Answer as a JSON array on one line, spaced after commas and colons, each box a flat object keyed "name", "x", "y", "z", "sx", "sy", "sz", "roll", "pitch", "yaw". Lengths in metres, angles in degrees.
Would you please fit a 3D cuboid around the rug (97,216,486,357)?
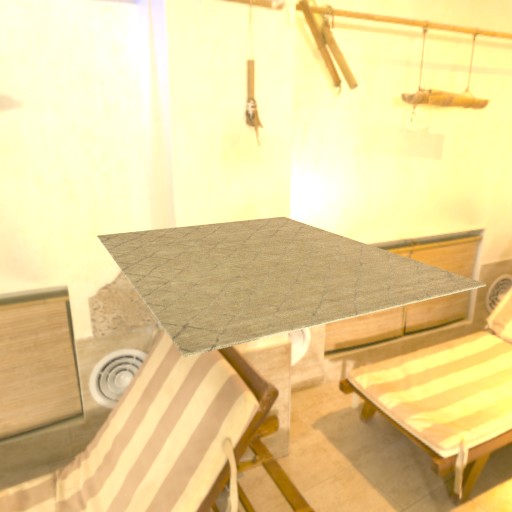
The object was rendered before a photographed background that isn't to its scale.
[{"name": "rug", "x": 0.000, "y": 0.000, "z": 4.171, "sx": 2.420, "sy": 0.019, "sz": 3.038, "roll": -8, "pitch": 18, "yaw": -26}]
